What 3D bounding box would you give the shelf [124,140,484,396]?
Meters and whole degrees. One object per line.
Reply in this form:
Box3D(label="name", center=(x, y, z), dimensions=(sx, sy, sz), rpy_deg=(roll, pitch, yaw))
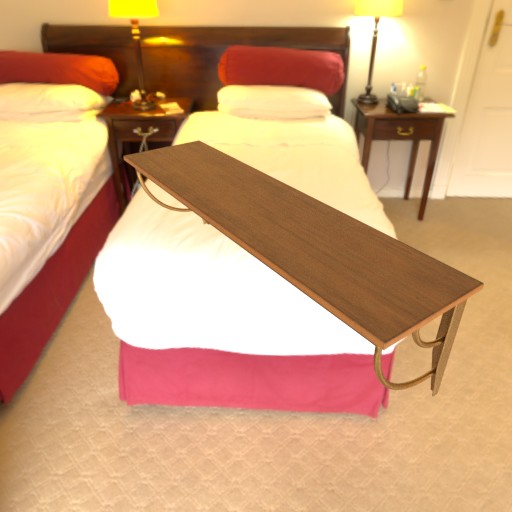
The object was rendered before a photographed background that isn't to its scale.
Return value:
Box3D(label="shelf", center=(0.000, 0.000, 0.719), dimensions=(0.166, 0.190, 0.636), rpy_deg=(-21, 38, -30))
